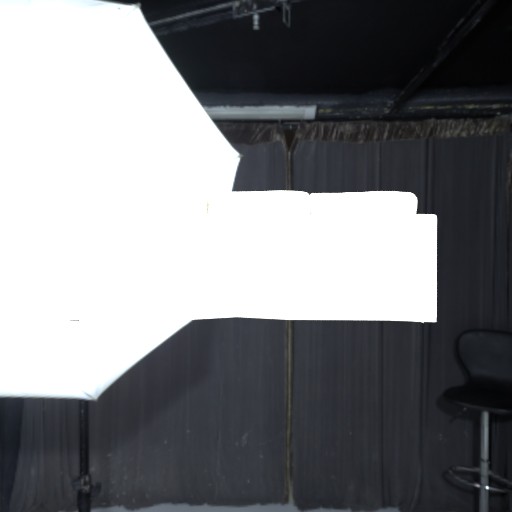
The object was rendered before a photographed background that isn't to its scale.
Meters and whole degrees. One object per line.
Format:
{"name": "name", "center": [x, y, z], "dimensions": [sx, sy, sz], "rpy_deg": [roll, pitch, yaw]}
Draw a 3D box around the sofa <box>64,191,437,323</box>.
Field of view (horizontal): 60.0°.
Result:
{"name": "sofa", "center": [0.000, 0.000, 4.573], "dimensions": [2.427, 0.882, 3.460], "rpy_deg": [0, 0, 2]}
